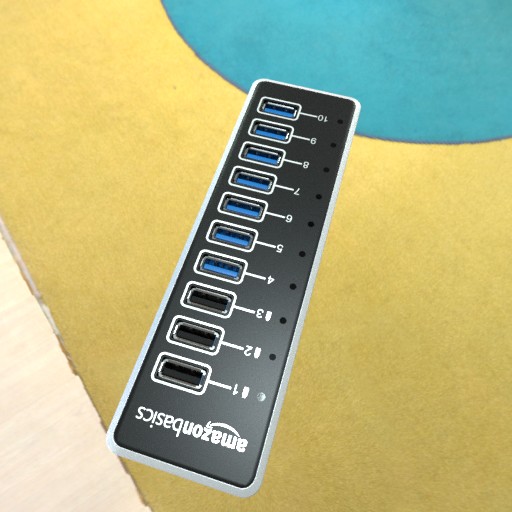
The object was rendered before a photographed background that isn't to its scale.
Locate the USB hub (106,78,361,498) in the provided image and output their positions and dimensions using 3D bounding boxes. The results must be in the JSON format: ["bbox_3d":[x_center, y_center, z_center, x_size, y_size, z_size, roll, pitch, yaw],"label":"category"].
[{"bbox_3d":[0.000,0.000,0.156,0.044,0.023,0.145,15,65,7],"label":"USB hub"}]
